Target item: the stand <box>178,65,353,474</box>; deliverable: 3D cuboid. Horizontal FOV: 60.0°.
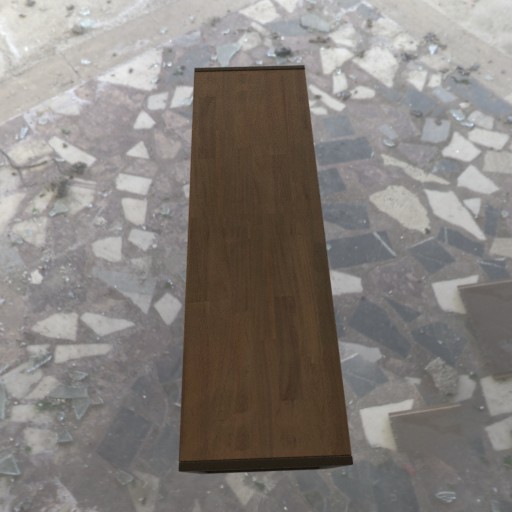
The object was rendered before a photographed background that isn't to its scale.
[{"bbox_3d":[0.000,0.000,1.699,0.454,0.506,1.480,-2,63,-1],"label":"stand"}]
